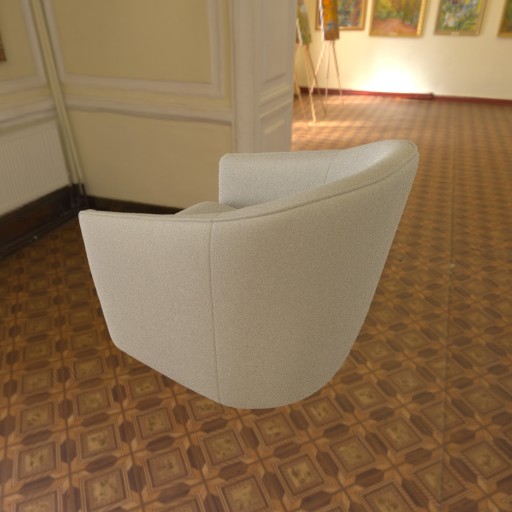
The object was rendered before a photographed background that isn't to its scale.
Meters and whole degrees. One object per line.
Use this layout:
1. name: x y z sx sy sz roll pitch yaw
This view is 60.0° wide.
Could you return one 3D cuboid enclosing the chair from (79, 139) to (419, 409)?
1. chair: 0.000 0.000 1.444 0.875 0.799 0.747 19 35 30
